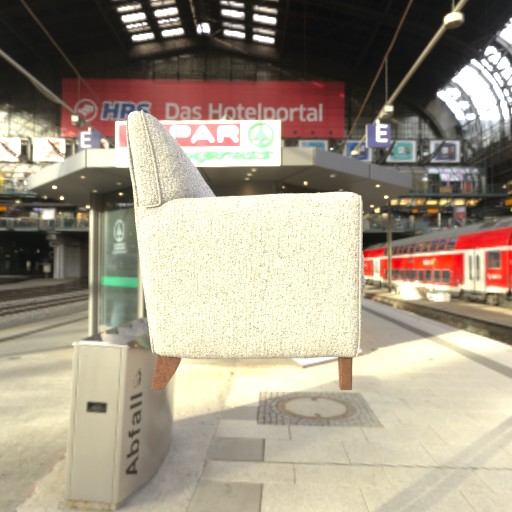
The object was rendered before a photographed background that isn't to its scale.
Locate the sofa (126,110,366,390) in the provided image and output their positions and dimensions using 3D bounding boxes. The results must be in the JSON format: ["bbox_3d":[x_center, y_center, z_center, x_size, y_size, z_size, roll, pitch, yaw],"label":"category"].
[{"bbox_3d":[0.000,0.000,2.442,0.854,0.942,2.026,0,-1,1],"label":"sofa"}]
